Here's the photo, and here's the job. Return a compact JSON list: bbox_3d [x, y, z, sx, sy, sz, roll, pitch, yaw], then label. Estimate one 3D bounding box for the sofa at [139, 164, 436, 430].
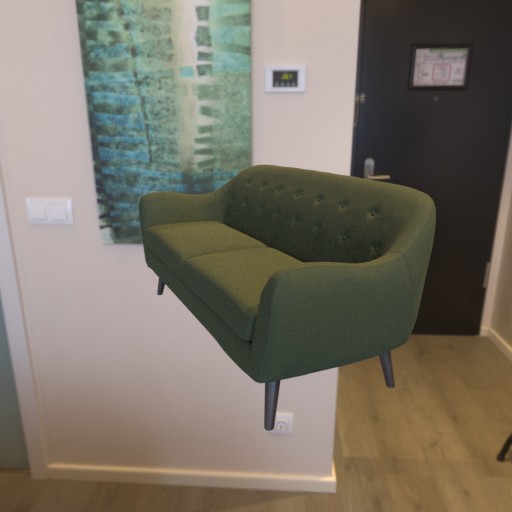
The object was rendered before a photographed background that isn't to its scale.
[{"bbox_3d":[0.000,0.000,2.305,0.820,0.836,1.840,-8,18,-26],"label":"sofa"}]
